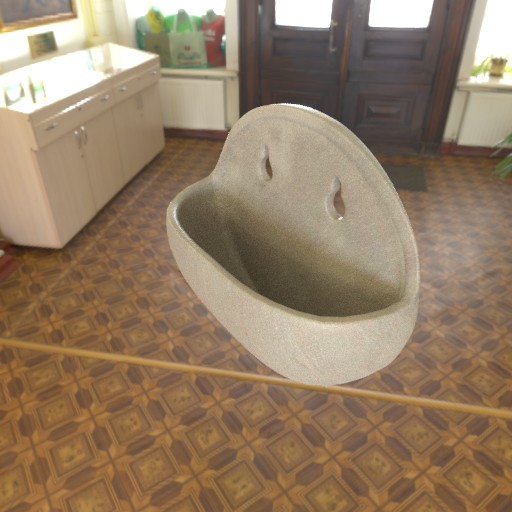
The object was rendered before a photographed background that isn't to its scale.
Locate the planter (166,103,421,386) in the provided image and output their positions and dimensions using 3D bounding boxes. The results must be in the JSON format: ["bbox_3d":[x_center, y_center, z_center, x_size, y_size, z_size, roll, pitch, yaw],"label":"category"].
[{"bbox_3d":[0.000,0.000,0.266,0.073,0.164,0.190,-21,38,-29],"label":"planter"}]
